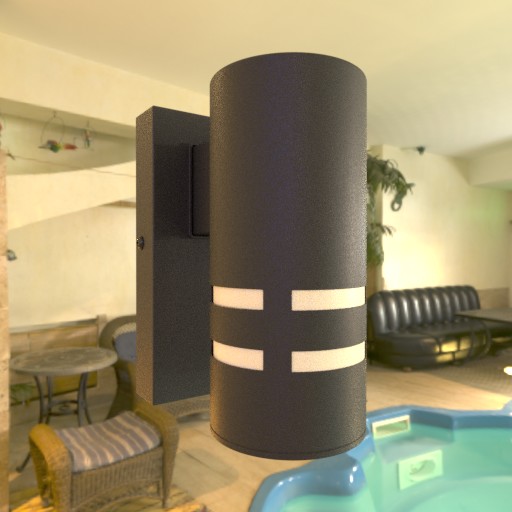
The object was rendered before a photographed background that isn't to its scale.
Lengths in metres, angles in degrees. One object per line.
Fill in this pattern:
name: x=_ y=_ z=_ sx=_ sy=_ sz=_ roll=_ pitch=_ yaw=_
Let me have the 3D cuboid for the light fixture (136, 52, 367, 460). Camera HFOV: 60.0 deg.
light fixture: x=0.000 y=0.000 z=0.256 sx=0.098 sy=0.179 sz=0.138 roll=0 pitch=0 yaw=-35
